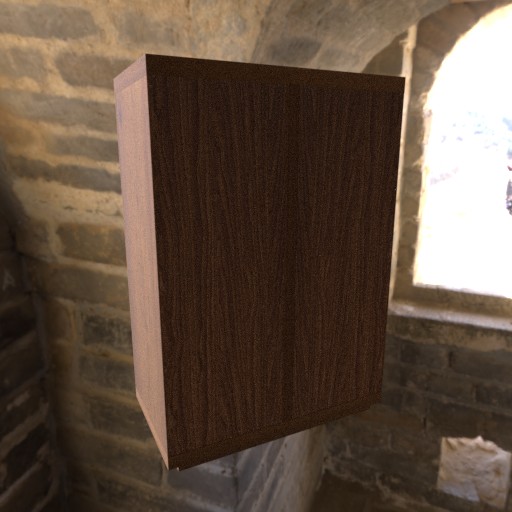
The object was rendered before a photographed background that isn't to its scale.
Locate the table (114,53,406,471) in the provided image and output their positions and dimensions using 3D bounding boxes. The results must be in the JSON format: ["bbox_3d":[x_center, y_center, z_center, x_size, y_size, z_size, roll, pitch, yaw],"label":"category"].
[{"bbox_3d":[0.000,0.000,1.724,0.901,1.294,0.524,-7,15,-26],"label":"table"}]
